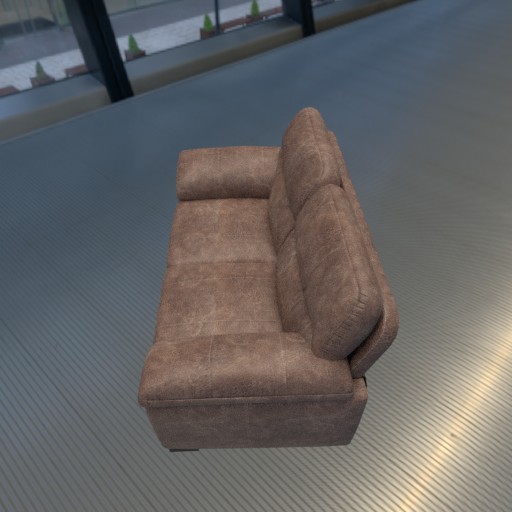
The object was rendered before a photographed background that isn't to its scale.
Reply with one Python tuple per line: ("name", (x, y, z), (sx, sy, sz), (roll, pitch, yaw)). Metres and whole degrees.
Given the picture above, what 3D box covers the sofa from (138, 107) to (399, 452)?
("sofa", (0.000, 0.000, 2.339), (0.991, 0.991, 1.753), (-2, 43, -2))
